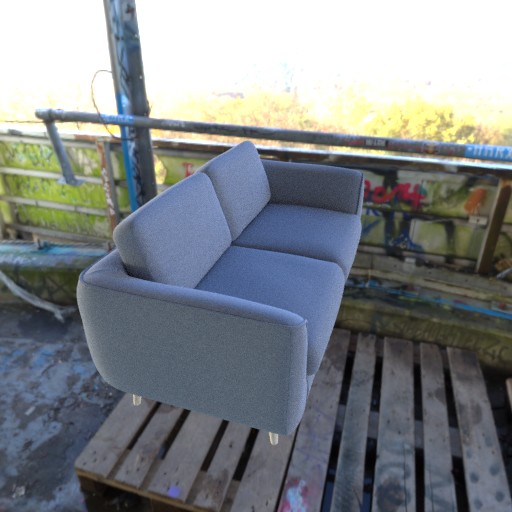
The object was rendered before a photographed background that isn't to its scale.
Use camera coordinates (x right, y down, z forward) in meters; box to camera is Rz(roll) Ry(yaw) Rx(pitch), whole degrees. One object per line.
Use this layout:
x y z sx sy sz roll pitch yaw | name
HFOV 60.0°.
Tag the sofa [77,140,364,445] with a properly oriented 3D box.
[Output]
0.000 0.000 2.222 0.920 0.850 1.700 9 30 16 | sofa
